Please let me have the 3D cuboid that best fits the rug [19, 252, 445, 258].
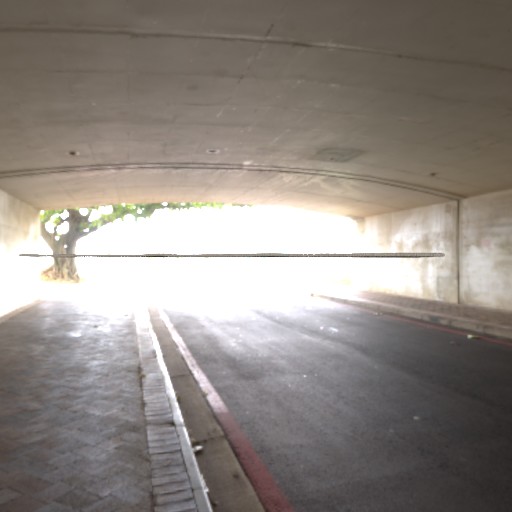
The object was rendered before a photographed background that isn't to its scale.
[{"bbox_3d":[0.000,0.000,0.886,0.639,0.006,0.548,0,0,17],"label":"rug"}]
